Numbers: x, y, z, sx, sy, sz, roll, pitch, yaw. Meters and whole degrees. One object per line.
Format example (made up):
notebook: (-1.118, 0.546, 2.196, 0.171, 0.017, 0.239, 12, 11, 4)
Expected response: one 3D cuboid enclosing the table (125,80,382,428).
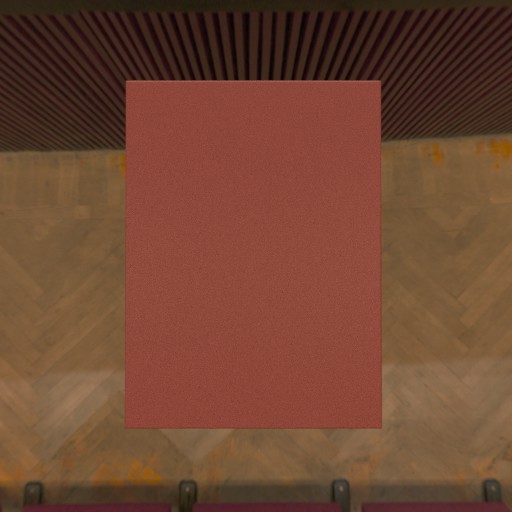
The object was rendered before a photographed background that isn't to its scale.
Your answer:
table: (0.000, 0.000, 1.105, 0.451, 0.686, 0.599, 0, 89, 0)
